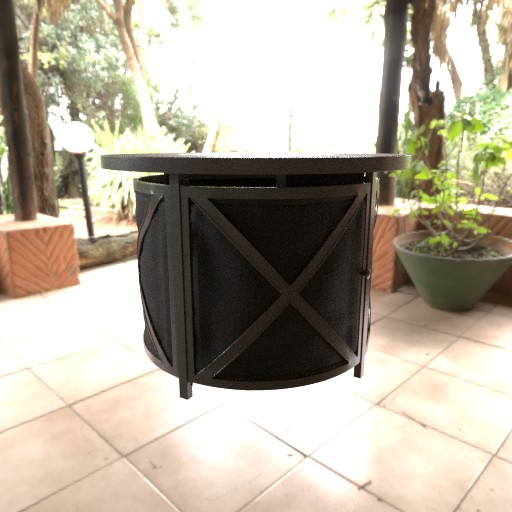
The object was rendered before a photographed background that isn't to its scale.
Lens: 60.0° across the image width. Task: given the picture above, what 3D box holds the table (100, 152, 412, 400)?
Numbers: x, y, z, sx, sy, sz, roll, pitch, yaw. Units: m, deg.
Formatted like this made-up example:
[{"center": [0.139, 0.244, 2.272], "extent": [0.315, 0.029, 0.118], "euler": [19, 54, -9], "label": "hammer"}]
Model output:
[{"center": [0.000, 0.000, 1.451], "extent": [0.914, 0.650, 0.914], "euler": [0, 14, 0], "label": "table"}]
